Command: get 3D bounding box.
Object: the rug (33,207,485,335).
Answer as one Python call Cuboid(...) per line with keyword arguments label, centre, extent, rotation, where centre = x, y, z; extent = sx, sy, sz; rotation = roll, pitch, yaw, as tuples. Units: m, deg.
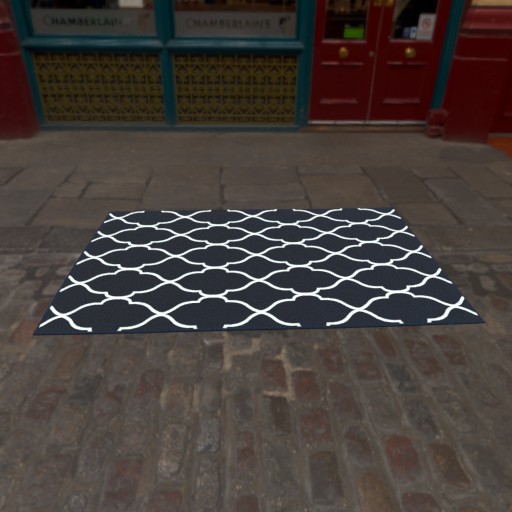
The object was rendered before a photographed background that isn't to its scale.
Cuboid(label="rug", centre=(0.000, 0.000, 2.889), extent=(2.294, 0.014, 1.528), rotation=(-1, 29, -2))
